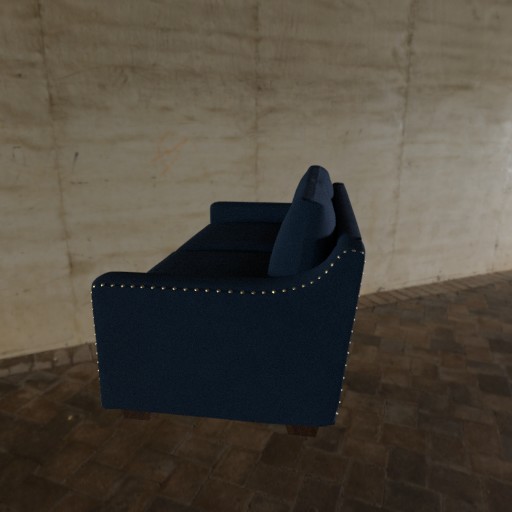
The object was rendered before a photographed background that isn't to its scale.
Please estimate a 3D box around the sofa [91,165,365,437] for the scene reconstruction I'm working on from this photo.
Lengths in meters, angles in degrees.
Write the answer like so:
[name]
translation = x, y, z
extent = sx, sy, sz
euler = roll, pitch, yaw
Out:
[sofa]
translation = 0.000, 0.000, 2.714
extent = 1.104, 0.983, 2.107
euler = 2, 16, 8
